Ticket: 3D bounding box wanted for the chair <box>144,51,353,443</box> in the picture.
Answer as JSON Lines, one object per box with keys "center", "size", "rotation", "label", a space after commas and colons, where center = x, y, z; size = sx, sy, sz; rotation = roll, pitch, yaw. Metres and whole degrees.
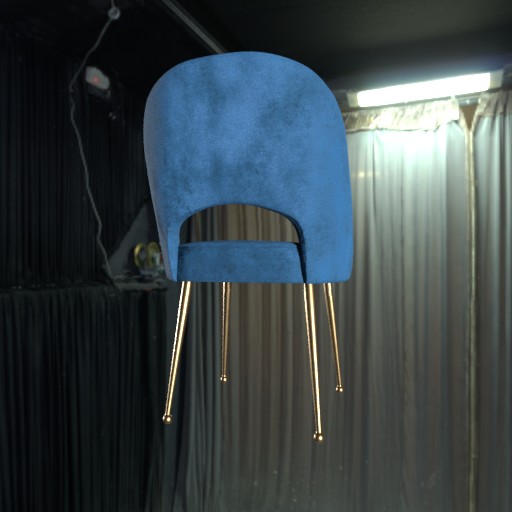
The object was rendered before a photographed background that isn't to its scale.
{"center": [0.000, 0.000, 1.218], "size": [0.527, 0.860, 0.577], "rotation": [0, 0, 18], "label": "chair"}
